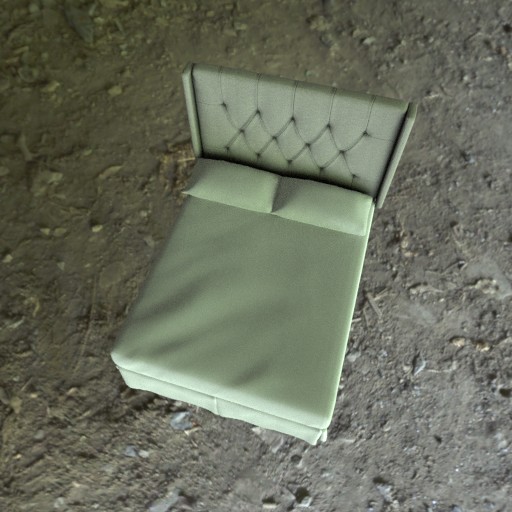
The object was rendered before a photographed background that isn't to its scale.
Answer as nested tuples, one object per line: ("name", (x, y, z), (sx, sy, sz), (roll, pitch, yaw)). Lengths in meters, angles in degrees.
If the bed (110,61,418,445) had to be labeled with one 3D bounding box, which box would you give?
("bed", (0.000, 0.000, 3.355), (1.719, 1.665, 2.066), (14, 59, 9))
